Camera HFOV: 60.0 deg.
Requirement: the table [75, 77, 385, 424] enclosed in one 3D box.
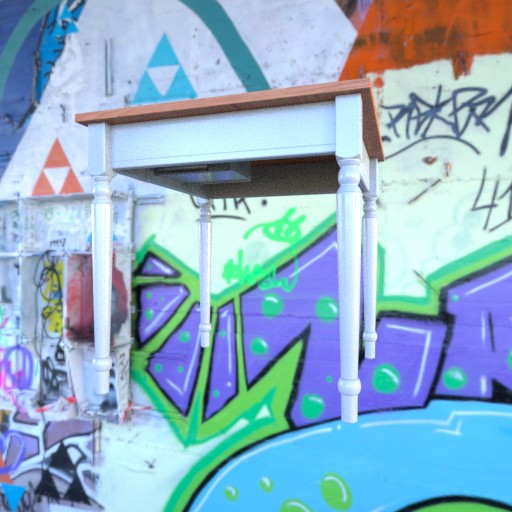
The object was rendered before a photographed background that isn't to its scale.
[{"bbox_3d":[0.000,0.000,1.388,0.747,0.738,0.747,0,0,18],"label":"table"}]
